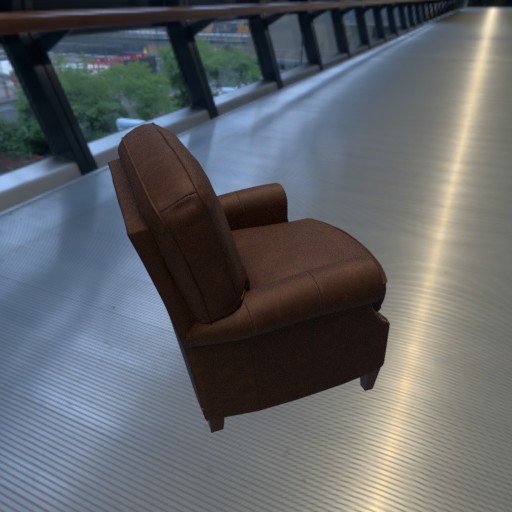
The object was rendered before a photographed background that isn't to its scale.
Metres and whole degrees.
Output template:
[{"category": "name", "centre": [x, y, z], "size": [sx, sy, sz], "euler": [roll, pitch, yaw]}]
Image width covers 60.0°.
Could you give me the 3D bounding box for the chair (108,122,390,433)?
[{"category": "chair", "centre": [0.000, 0.000, 1.771], "size": [0.986, 1.018, 0.936], "euler": [-10, 31, -18]}]
